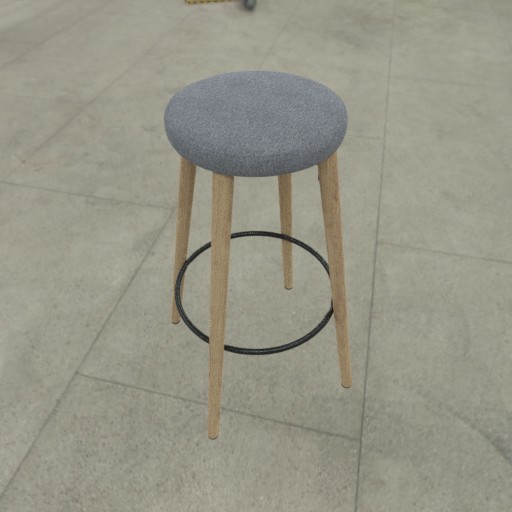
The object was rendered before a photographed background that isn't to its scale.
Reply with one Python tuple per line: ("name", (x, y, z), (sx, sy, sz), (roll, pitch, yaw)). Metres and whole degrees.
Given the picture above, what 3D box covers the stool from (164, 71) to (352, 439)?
("stool", (0.000, 0.000, 1.022), (0.410, 0.770, 0.410), (-15, 46, -15))
